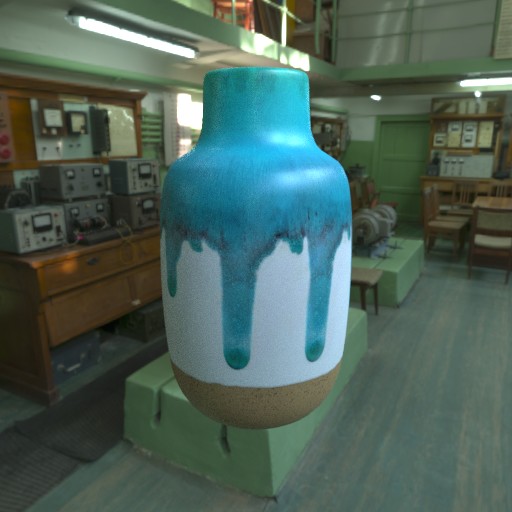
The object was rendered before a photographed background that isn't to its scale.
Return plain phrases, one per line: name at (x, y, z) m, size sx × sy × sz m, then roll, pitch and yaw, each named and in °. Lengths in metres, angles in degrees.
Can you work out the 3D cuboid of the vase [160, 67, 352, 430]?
vase at (0.000, 0.000, 0.250) m, size 0.106 × 0.192 × 0.106 m, roll 0°, pitch 15°, yaw 0°
